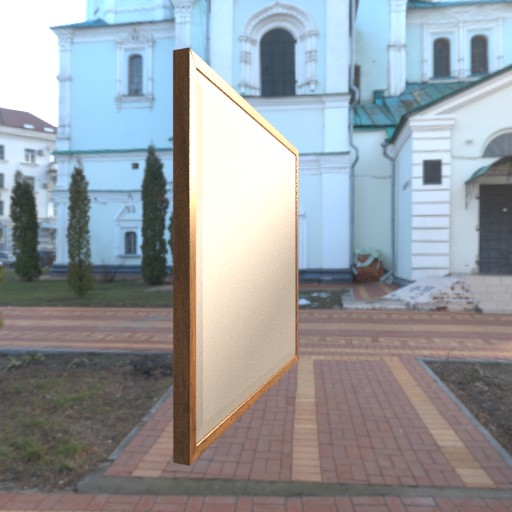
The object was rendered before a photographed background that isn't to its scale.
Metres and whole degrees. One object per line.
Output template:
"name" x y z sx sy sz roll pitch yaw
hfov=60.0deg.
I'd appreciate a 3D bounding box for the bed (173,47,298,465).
"bed" 0.000 0.000 1.493 0.043 0.940 1.041 0 0 19
